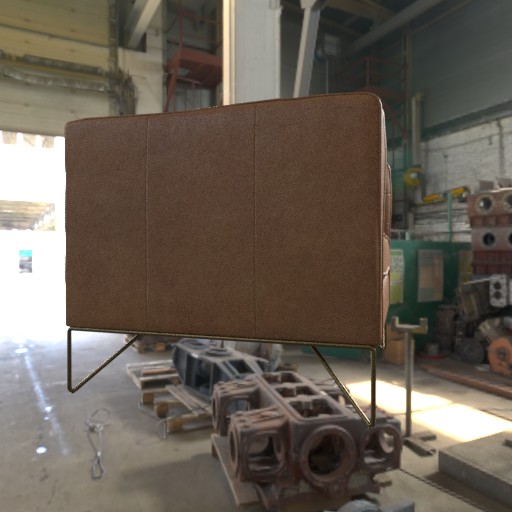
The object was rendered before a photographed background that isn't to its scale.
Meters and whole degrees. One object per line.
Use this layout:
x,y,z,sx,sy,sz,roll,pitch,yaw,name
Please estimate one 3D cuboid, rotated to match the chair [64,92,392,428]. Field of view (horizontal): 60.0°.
0.000,0.000,1.576,0.912,0.797,0.920,0,0,18,chair
